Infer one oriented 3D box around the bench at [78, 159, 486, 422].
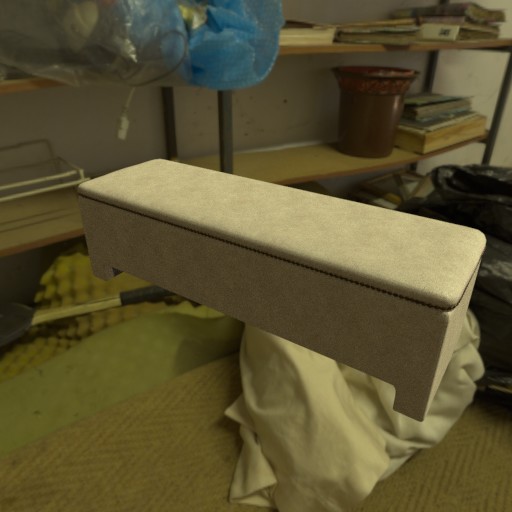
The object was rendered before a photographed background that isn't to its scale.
[{"bbox_3d":[0.000,0.000,1.694,1.482,0.447,0.470,18,33,30],"label":"bench"}]
